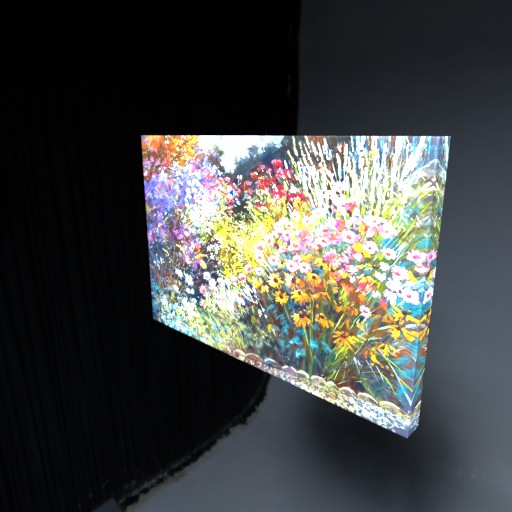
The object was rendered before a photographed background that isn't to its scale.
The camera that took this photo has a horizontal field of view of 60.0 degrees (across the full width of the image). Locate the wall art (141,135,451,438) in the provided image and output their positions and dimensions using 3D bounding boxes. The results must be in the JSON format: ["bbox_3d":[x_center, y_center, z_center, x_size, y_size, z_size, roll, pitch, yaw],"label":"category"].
[{"bbox_3d":[0.000,0.000,0.777,0.610,0.406,0.037,14,21,41],"label":"wall art"}]
